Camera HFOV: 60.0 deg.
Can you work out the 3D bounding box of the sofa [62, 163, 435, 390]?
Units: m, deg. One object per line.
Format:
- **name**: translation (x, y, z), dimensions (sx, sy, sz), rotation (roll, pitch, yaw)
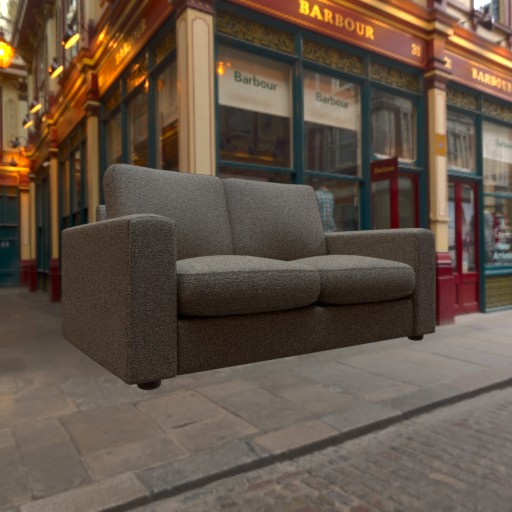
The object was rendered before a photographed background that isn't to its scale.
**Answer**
- **sofa**: translation (0.000, 0.000, 2.202), dimensions (1.616, 0.873, 1.016), rotation (0, 0, -35)
